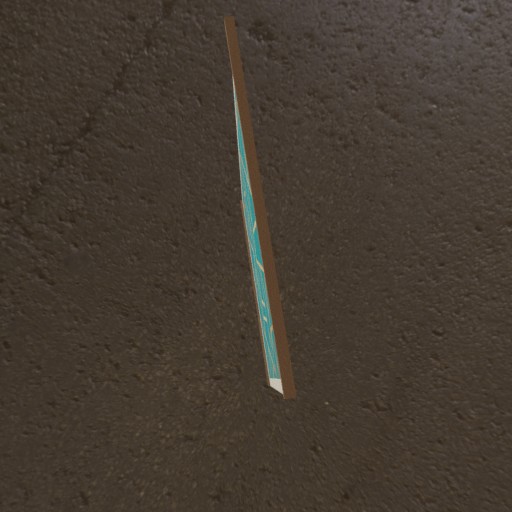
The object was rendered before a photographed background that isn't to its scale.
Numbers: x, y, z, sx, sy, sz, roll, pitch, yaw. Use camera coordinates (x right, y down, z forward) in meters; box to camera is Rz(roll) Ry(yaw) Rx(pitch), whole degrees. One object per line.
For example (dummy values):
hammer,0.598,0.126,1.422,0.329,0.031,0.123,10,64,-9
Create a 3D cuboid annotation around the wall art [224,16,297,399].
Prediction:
wall art,0.000,0.000,0.786,0.012,0.608,0.459,-8,75,-2
